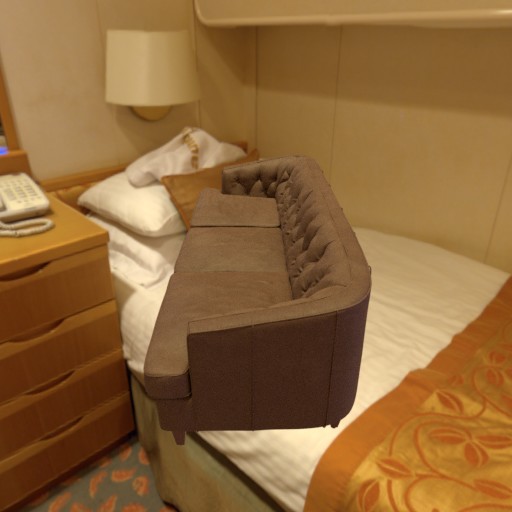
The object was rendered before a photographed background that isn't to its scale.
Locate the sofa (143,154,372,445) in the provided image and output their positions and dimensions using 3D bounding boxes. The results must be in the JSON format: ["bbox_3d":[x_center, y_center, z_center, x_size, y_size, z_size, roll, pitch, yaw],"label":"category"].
[{"bbox_3d":[0.000,0.000,2.677,0.927,0.787,2.227,0,27,0],"label":"sofa"}]
